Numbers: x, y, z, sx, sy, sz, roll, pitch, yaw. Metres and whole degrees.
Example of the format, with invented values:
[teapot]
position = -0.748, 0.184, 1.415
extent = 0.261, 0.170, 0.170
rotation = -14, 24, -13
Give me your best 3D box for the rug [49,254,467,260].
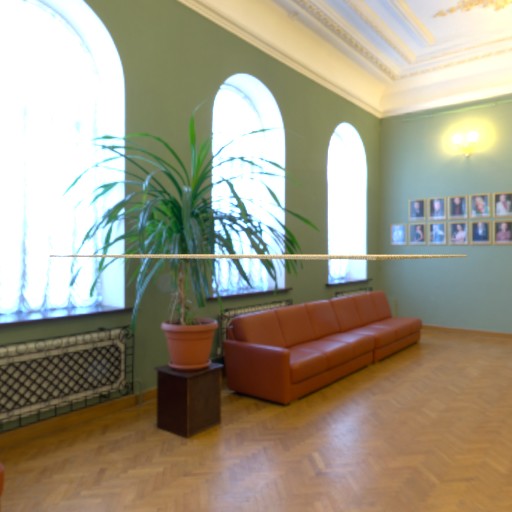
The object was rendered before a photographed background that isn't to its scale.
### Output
[rug]
position = 0.000, 0.000, 2.783
extent = 2.144, 0.013, 1.509
rotation = 0, 0, 36
